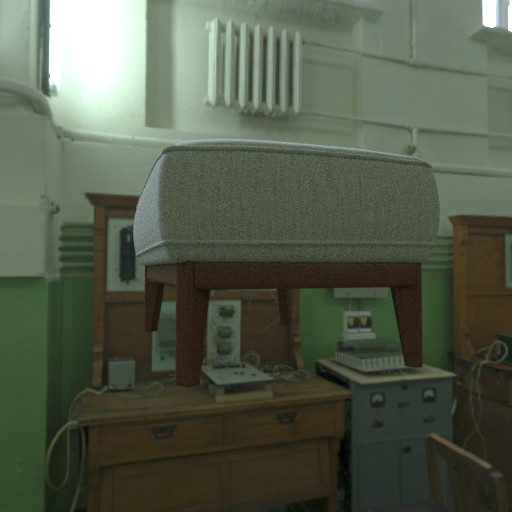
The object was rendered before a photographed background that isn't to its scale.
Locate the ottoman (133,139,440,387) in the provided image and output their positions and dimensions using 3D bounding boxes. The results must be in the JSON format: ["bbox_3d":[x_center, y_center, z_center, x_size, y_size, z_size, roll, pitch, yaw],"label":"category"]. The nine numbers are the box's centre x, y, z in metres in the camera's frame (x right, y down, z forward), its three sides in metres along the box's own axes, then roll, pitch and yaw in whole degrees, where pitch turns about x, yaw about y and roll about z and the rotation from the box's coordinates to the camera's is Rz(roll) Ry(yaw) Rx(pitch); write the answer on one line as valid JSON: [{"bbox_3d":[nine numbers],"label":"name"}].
[{"bbox_3d":[0.000,0.000,1.177,0.594,0.465,0.794,1,-2,-18],"label":"ottoman"}]
